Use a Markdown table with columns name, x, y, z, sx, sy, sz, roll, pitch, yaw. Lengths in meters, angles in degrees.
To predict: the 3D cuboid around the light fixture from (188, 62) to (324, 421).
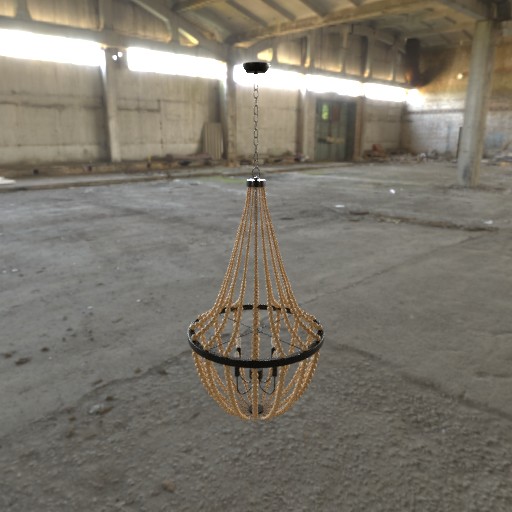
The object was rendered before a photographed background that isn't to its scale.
| name | x | y | z | sx | sy | sz | roll | pitch | yaw |
| --- | --- | --- | --- | --- | --- | --- | --- | --- | --- |
| light fixture | 0.000 | 0.000 | 1.410 | 0.450 | 1.133 | 0.450 | 0 | 15 | 0 |
